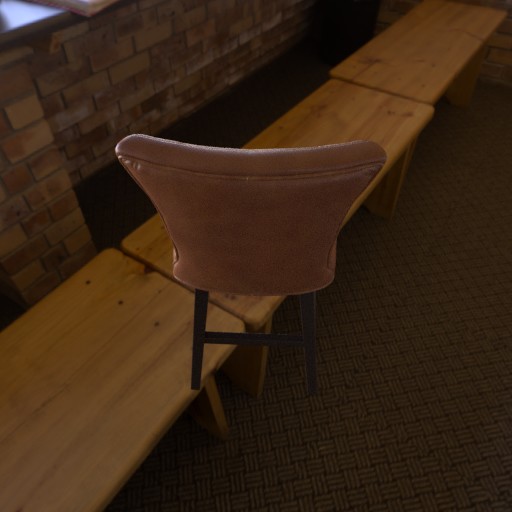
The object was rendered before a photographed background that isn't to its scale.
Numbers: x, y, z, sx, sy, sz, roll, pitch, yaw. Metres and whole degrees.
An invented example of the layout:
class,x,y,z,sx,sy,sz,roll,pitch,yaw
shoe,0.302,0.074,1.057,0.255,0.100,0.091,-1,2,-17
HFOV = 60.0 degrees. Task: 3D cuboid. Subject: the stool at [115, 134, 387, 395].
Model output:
class,x,y,z,sx,sy,sz,roll,pitch,yaw
stool,0.000,0.000,1.376,0.522,1.094,0.585,2,47,2
